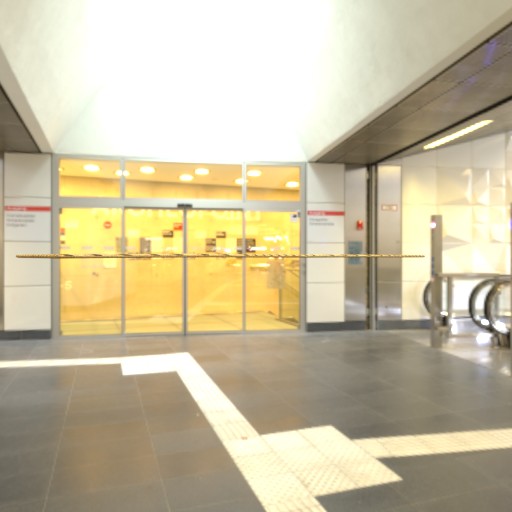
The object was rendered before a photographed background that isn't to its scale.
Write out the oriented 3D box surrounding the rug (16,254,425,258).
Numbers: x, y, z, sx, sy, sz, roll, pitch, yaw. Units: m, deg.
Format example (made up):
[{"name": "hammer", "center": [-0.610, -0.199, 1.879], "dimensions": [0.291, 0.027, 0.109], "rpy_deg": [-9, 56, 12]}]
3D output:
[{"name": "rug", "center": [0.000, 0.000, 2.656], "dimensions": [2.439, 0.020, 0.773], "rpy_deg": [0, 0, -39]}]
